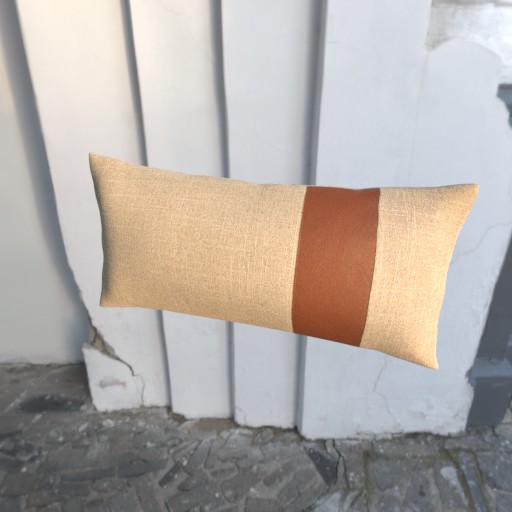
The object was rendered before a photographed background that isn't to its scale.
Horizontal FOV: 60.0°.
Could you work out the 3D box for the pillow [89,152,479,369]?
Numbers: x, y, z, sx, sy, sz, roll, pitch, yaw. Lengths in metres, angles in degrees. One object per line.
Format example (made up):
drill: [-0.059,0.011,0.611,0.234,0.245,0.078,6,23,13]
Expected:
pillow: [0.000,0.000,0.718,0.612,0.282,0.155,8,27,15]
